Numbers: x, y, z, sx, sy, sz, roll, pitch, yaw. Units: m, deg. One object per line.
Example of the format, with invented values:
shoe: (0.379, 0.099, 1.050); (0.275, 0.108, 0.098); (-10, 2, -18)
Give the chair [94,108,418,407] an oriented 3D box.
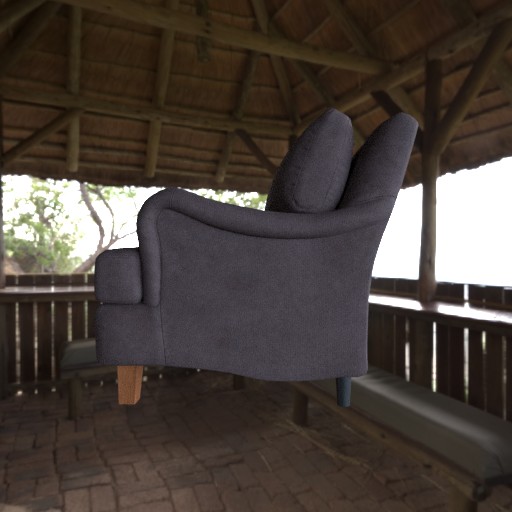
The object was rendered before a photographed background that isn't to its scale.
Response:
chair: (0.000, 0.000, 1.855); (1.070, 0.997, 0.955); (0, 0, 2)
